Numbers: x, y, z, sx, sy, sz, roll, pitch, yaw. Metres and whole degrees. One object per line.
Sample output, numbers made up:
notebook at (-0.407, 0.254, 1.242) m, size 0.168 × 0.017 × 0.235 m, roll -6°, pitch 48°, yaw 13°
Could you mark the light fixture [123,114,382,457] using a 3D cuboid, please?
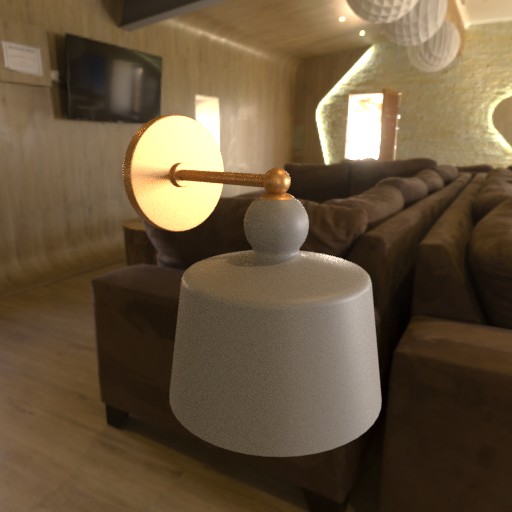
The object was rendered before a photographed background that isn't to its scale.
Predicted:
light fixture at (0.000, 0.000, 0.423) m, size 0.254 × 0.268 × 0.204 m, roll 13°, pitch 19°, yaw 42°
